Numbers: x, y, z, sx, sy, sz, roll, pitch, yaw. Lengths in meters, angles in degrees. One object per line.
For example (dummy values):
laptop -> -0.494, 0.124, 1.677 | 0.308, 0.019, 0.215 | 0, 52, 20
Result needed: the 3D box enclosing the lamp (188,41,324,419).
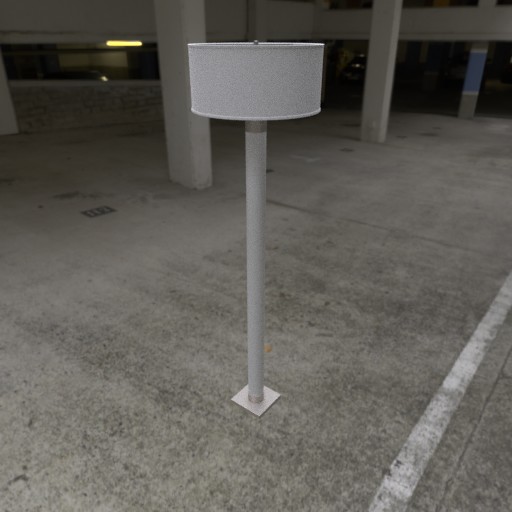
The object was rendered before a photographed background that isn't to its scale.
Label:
lamp -> 0.000, 0.000, 1.690 | 0.420, 1.475, 0.420 | 19, 32, 33
